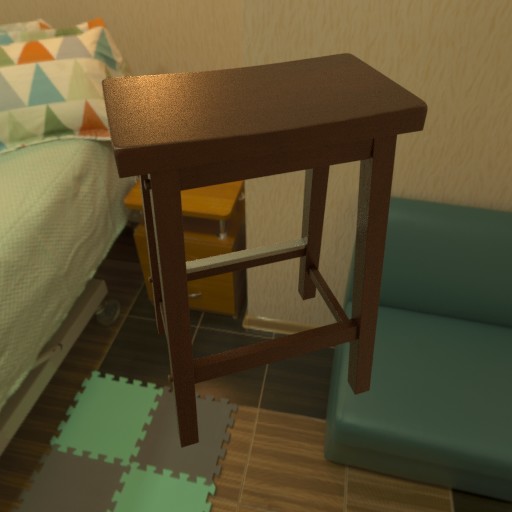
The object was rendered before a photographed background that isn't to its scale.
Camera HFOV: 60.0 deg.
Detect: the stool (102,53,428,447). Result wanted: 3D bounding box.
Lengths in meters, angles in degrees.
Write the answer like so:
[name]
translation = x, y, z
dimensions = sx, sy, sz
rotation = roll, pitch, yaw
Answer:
[stool]
translation = 0.000, 0.000, 0.816
dimensions = 0.406, 0.610, 0.322
rotation = -12, 43, -13
